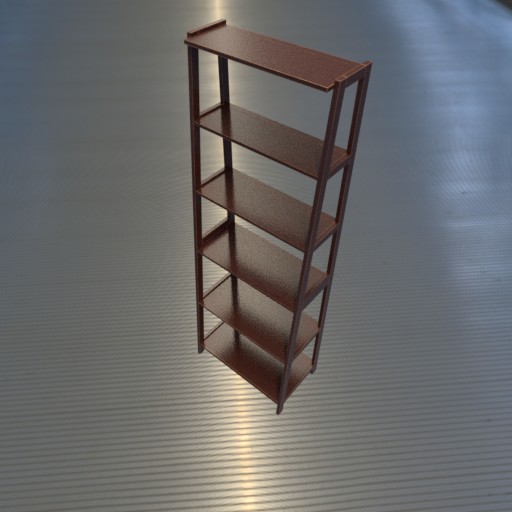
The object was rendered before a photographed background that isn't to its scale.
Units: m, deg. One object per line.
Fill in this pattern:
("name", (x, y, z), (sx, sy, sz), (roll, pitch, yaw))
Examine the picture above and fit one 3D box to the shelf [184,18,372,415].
("shelf", (0.000, 0.000, 2.136), (0.660, 1.892, 0.381), (31, 53, 27))
